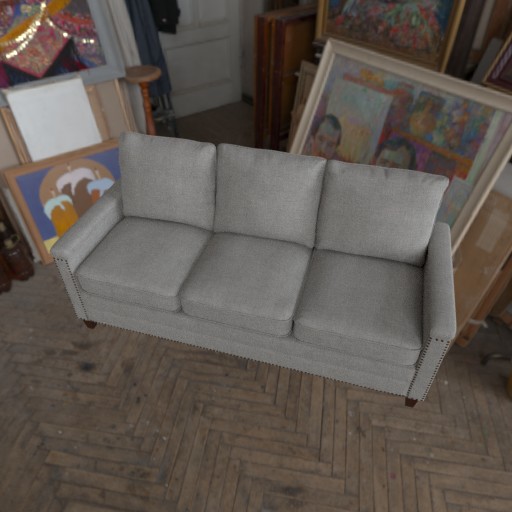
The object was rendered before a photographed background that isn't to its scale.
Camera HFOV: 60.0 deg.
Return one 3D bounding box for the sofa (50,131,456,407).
[{"bbox_3d":[0.000,0.000,2.371,1.925,0.959,0.828,11,42,12],"label":"sofa"}]
